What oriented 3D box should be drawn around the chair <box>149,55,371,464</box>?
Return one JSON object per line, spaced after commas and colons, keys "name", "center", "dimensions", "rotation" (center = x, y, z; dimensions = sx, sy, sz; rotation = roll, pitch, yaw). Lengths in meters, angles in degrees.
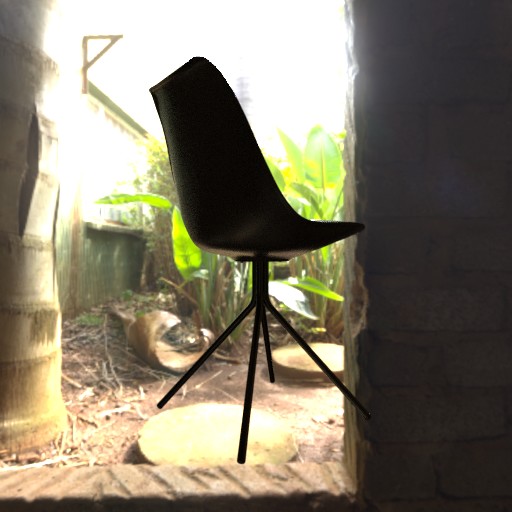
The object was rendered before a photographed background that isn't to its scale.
{"name": "chair", "center": [0.000, 0.000, 1.175], "dimensions": [0.525, 0.850, 0.461], "rotation": [-1, 1, -37]}
